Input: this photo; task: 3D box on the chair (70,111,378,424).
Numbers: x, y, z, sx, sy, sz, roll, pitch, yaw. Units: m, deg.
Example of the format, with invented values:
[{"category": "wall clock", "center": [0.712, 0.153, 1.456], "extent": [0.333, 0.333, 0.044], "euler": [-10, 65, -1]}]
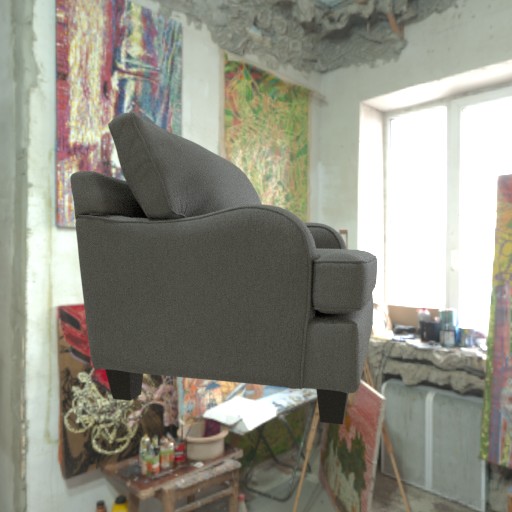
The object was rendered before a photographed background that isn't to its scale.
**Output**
[{"category": "chair", "center": [0.000, 0.000, 1.997], "extent": [1.041, 1.016, 1.220], "euler": [0, 1, 17]}]
